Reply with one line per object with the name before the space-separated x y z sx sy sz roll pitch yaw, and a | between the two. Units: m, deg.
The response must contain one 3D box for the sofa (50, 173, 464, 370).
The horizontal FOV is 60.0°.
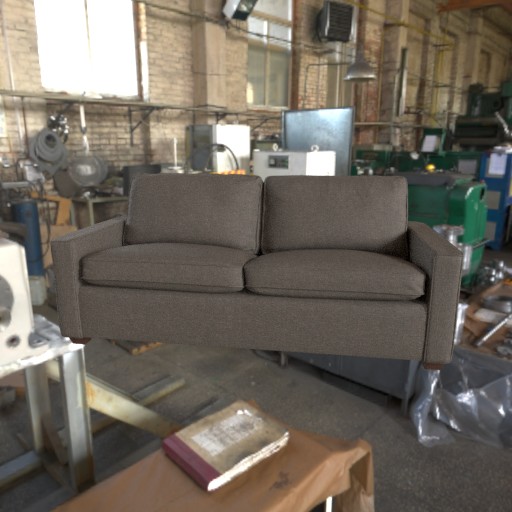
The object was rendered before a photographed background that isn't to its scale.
sofa | 0.000 0.000 2.609 2.080 0.919 0.940 2 14 9
